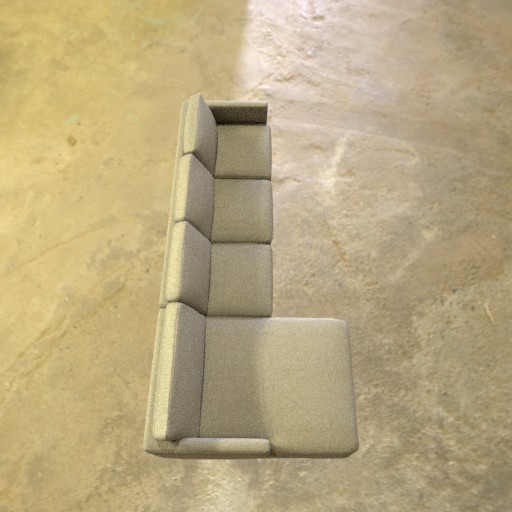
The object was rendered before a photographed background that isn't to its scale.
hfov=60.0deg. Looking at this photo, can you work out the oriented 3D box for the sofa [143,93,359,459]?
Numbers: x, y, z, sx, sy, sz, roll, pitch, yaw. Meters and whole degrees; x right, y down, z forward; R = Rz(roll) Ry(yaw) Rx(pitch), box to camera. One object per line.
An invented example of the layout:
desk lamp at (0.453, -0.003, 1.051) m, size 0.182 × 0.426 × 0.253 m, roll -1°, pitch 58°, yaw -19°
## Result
sofa at (0.000, 0.000, 3.844) m, size 1.502 × 0.876 × 3.201 m, roll 0°, pitch 63°, yaw 0°
